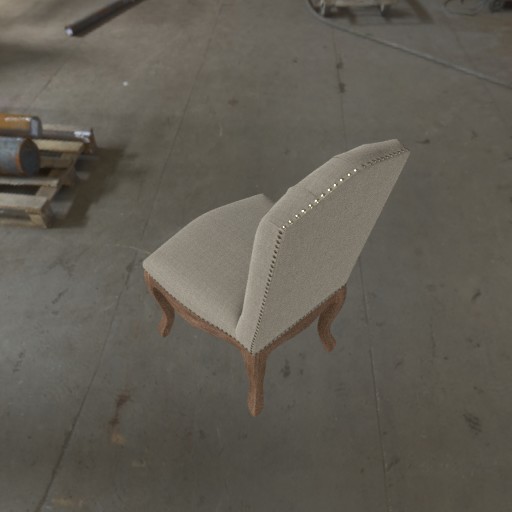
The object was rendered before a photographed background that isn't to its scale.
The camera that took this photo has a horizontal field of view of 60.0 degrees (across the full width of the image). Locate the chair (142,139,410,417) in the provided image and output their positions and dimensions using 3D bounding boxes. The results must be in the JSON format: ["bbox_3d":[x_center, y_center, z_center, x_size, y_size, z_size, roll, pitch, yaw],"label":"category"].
[{"bbox_3d":[0.000,0.000,1.643,0.637,1.191,0.731,-33,56,-27],"label":"chair"}]
